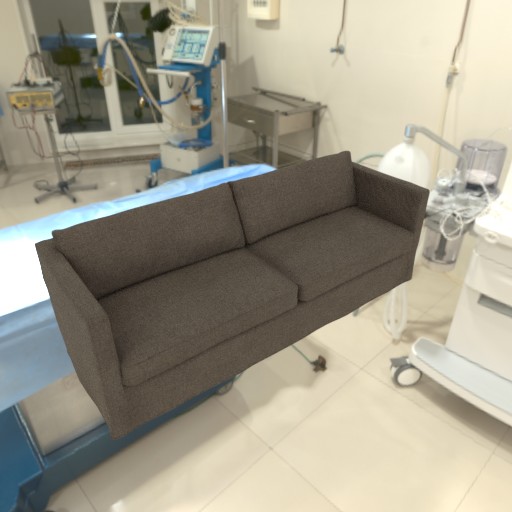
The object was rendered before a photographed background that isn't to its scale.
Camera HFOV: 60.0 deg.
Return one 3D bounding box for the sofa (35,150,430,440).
[{"bbox_3d":[0.000,0.000,3.315,2.779,0.998,1.036,-21,37,-31],"label":"sofa"}]
